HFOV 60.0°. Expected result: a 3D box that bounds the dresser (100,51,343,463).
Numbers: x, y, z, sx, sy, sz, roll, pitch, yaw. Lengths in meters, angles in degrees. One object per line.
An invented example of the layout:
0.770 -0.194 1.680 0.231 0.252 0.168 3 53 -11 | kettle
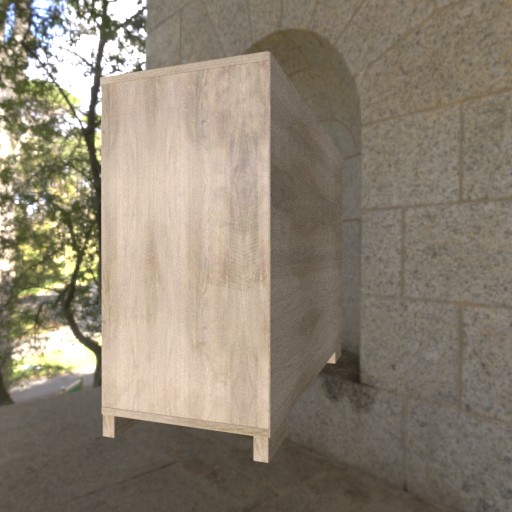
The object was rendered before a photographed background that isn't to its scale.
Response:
0.000 0.000 1.410 0.404 0.816 0.994 0 0 19 | dresser
